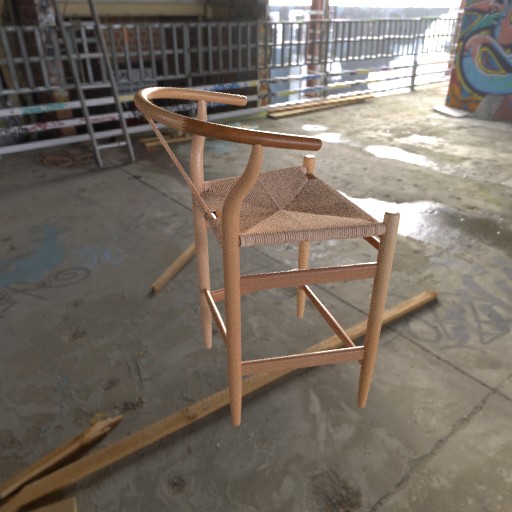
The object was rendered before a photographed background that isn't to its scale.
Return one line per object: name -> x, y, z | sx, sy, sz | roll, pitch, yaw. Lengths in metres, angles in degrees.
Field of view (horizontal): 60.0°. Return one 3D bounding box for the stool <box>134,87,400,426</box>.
stool -> 0.000, 0.000, 1.296 | 0.575, 0.923, 0.536 | -9, 31, -16
